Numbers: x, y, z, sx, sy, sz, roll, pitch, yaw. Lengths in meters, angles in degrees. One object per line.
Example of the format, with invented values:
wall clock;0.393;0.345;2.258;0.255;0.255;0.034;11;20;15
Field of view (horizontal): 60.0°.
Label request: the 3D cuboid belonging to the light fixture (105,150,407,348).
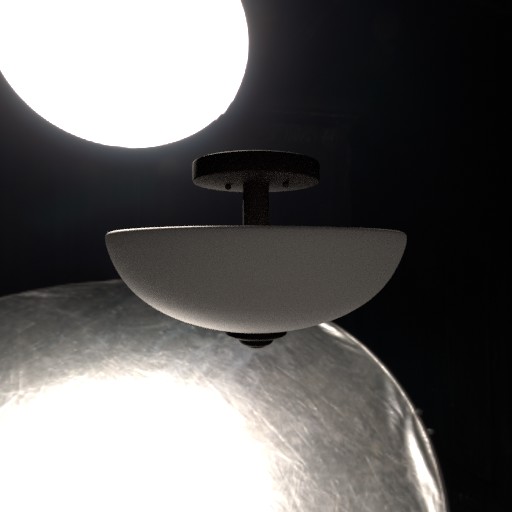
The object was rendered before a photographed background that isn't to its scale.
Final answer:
light fixture;0.000;0.000;0.514;0.331;0.212;0.331;0;0;0
